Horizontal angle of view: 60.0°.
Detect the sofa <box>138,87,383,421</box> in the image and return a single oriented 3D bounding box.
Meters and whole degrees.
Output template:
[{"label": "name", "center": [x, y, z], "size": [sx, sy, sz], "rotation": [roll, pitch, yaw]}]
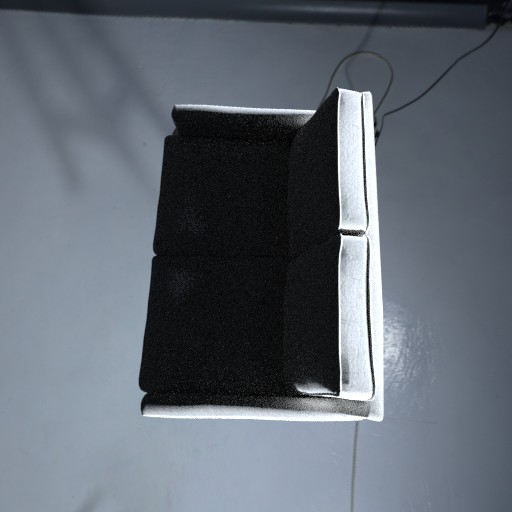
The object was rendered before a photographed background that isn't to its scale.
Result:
[{"label": "sofa", "center": [0.000, 0.000, 2.280], "size": [1.084, 1.003, 1.597], "rotation": [2, 74, 1]}]
